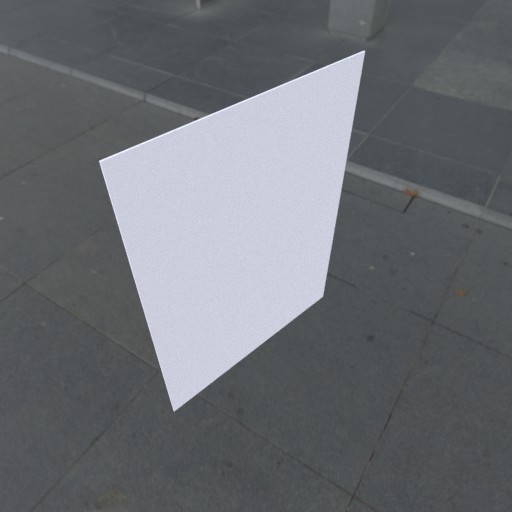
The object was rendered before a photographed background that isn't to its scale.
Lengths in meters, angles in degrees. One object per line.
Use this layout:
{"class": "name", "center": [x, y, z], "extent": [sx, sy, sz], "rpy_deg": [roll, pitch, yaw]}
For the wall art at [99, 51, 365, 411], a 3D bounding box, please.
{"class": "wall art", "center": [0.000, 0.000, 0.808], "extent": [0.457, 0.610, 0.003], "rpy_deg": [-33, 54, -28]}
